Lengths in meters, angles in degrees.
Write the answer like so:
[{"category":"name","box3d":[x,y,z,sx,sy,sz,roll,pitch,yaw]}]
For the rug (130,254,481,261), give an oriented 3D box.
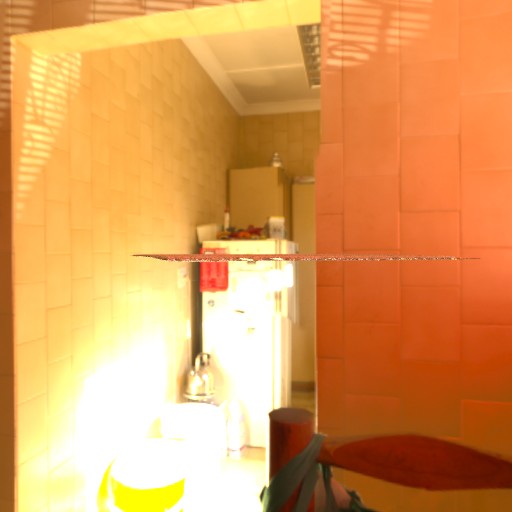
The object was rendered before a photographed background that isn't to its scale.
[{"category":"rug","box3d":[0.000,0.000,3.305,1.664,0.029,2.615,0,1,-19]}]
